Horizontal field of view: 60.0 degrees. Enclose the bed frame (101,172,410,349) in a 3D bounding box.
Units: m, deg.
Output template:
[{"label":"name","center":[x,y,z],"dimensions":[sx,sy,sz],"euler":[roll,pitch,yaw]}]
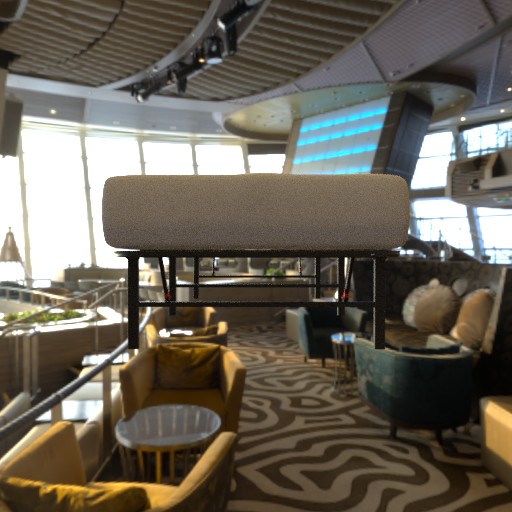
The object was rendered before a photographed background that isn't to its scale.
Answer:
[{"label":"bed frame","center":[0.000,0.000,2.386],"dimensions":[1.025,0.640,1.908],"euler":[0,1,0]}]
